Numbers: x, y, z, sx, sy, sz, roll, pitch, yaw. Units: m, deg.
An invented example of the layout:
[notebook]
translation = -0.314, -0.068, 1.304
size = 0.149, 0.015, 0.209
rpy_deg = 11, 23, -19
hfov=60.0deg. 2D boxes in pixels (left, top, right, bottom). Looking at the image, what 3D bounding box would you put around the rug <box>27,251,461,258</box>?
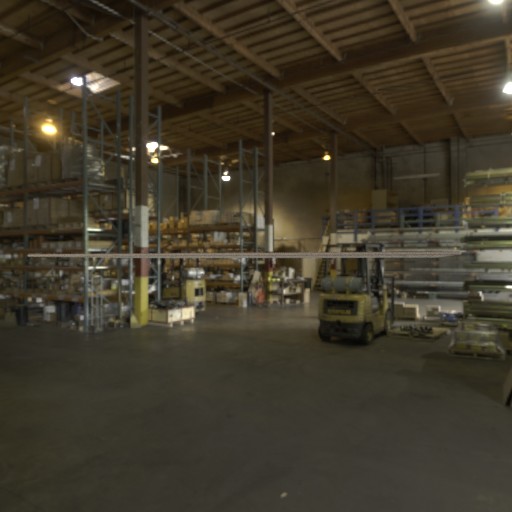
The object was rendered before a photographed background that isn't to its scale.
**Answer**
[rug]
translation = 0.000, 0.000, 2.100
size = 1.677, 0.011, 1.066
rpy_deg = 0, -1, 19
